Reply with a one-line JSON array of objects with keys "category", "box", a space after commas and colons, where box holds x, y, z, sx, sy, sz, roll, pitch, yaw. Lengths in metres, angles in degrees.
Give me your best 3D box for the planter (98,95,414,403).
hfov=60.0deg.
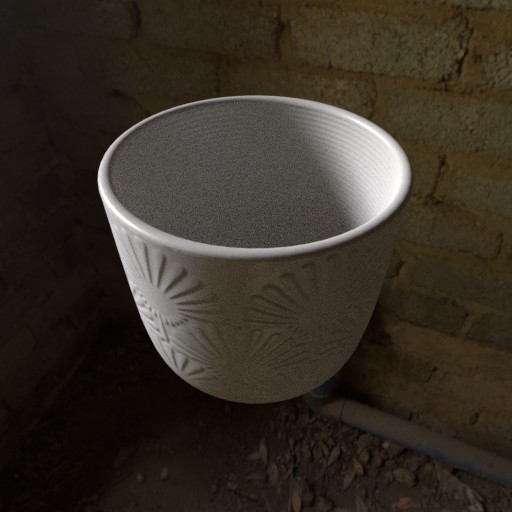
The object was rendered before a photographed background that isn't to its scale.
[{"category": "planter", "box": [0.000, 0.000, 0.215, 0.124, 0.109, 0.124, 0, 42, 0]}]
